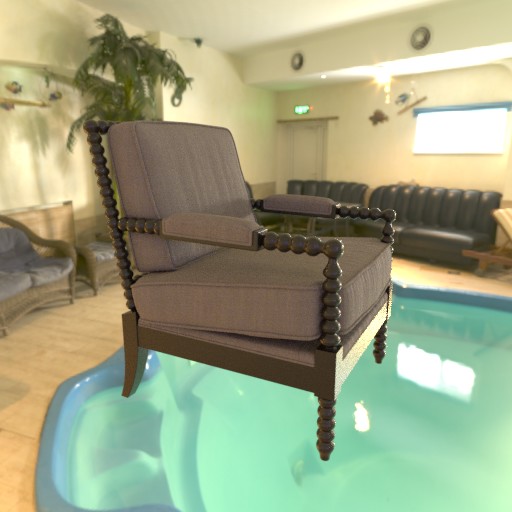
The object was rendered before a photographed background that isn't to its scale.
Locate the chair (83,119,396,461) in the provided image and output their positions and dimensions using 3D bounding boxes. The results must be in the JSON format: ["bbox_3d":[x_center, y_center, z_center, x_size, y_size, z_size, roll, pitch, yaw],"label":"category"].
[{"bbox_3d":[0.000,0.000,1.123,0.622,0.661,0.540,7,15,27],"label":"chair"}]
